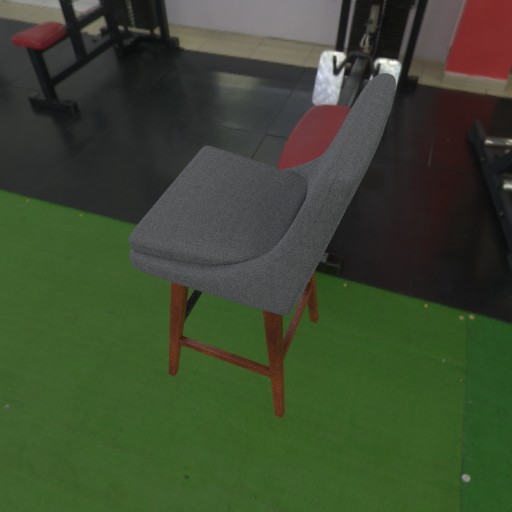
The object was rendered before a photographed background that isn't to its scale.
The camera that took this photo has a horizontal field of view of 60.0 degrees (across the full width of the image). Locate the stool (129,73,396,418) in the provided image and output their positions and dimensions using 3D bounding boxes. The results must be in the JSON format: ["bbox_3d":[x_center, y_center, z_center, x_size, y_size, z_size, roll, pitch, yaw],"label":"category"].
[{"bbox_3d":[0.000,0.000,1.248,0.524,0.977,0.447,16,50,15],"label":"stool"}]
